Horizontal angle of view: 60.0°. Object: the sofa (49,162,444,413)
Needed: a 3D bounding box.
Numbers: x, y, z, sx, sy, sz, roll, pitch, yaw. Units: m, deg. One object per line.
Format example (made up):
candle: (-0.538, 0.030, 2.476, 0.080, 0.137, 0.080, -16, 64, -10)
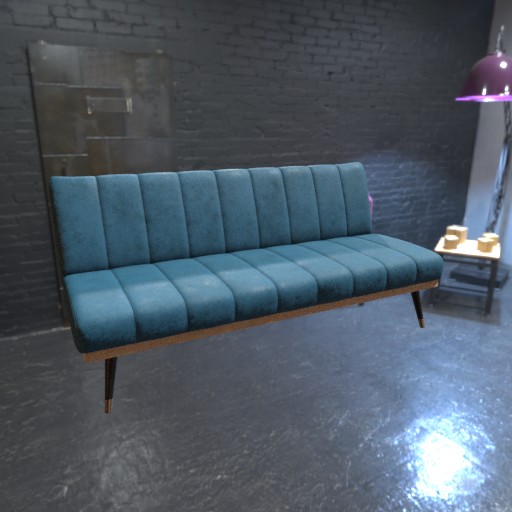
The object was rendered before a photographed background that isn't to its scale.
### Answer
sofa: (0.000, 0.000, 2.252, 1.810, 0.825, 0.830, -8, 18, -25)
